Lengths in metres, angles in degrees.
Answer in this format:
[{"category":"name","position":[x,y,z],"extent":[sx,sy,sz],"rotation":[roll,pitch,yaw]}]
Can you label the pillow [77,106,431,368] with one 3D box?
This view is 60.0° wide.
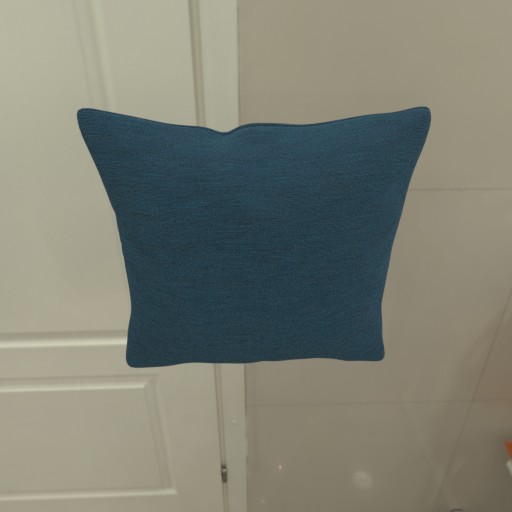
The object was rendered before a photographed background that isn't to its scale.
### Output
[{"category":"pillow","position":[0.000,0.000,0.646],"extent":[0.437,0.420,0.177],"rotation":[-1,31,-2]}]
